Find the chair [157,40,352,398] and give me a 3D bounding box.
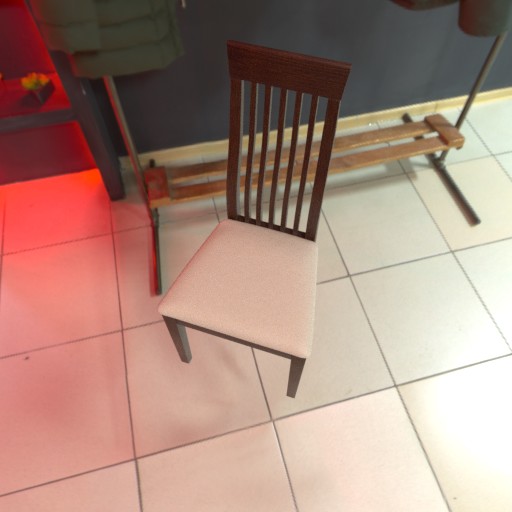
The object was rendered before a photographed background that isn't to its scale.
[{"bbox_3d":[0.000,0.000,1.313,0.460,1.027,0.474,16,59,10],"label":"chair"}]
